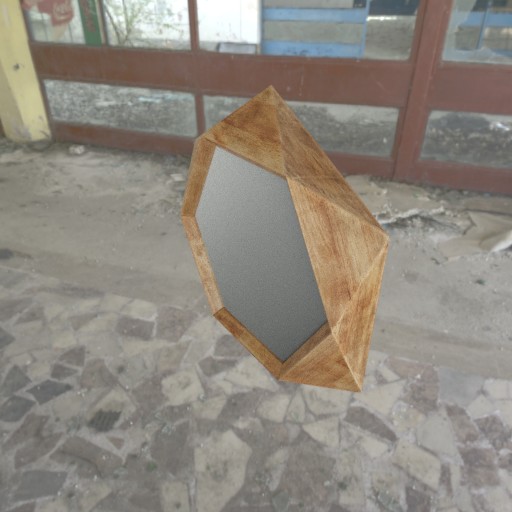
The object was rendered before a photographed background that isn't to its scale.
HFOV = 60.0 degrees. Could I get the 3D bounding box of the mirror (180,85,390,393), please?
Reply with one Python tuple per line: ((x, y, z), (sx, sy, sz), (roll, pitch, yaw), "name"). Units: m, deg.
((0.000, 0.000, 1.074), (0.091, 0.779, 0.675), (-21, 38, -30), "mirror")
